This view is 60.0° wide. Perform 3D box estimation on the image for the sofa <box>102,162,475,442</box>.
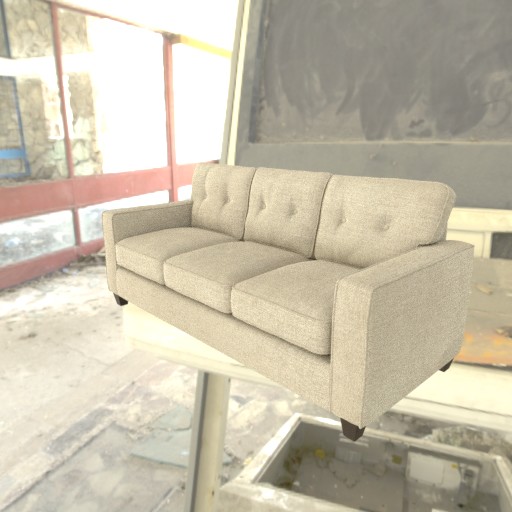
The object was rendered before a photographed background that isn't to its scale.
[{"bbox_3d":[0.000,0.000,2.603,0.939,0.965,2.133,-15,21,-42],"label":"sofa"}]
